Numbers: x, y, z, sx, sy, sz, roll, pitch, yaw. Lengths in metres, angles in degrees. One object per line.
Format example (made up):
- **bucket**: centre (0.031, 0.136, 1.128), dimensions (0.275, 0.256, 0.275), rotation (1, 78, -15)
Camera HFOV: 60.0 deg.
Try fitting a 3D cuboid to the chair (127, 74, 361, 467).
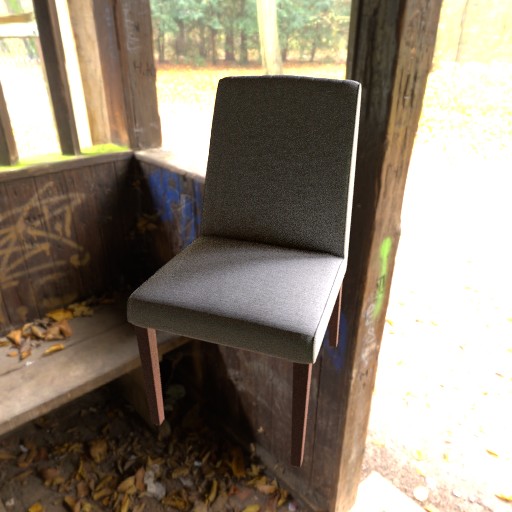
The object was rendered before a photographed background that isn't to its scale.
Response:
- **chair**: centre (0.000, 0.000, 1.243), dimensions (0.480, 0.900, 0.594), rotation (9, 29, 17)
